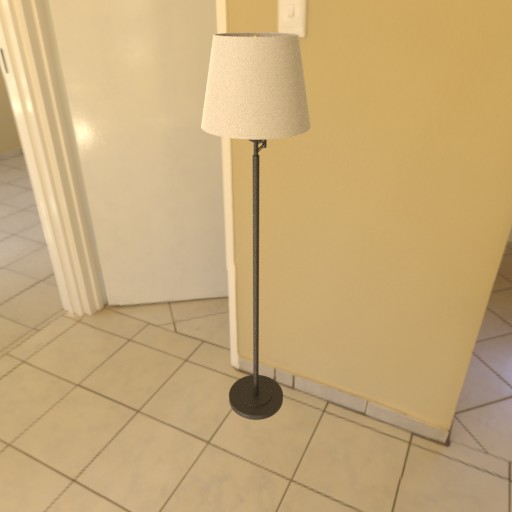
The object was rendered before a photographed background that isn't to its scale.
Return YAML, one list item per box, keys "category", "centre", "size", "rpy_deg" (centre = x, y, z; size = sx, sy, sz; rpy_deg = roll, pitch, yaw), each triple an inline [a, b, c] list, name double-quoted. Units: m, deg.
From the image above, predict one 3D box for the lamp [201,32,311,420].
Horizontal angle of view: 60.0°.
- category: "lamp"
  centre: [0.000, 0.000, 1.646]
  size: [0.348, 1.473, 0.348]
  rpy_deg: [9, 30, 15]
